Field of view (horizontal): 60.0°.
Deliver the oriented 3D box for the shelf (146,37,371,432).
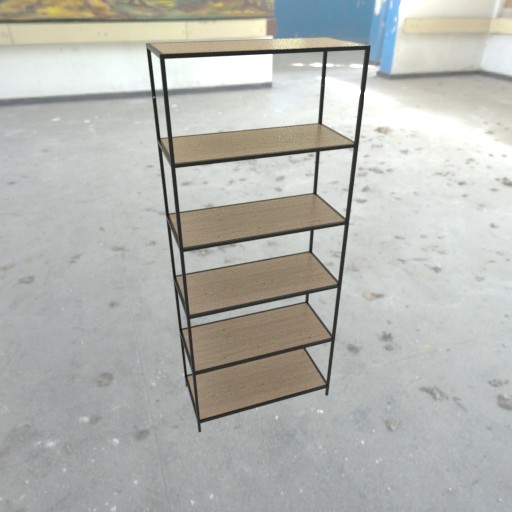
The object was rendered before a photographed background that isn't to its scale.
[{"bbox_3d":[0.000,0.000,2.136,0.770,1.850,0.350,-10,33,-16],"label":"shelf"}]
